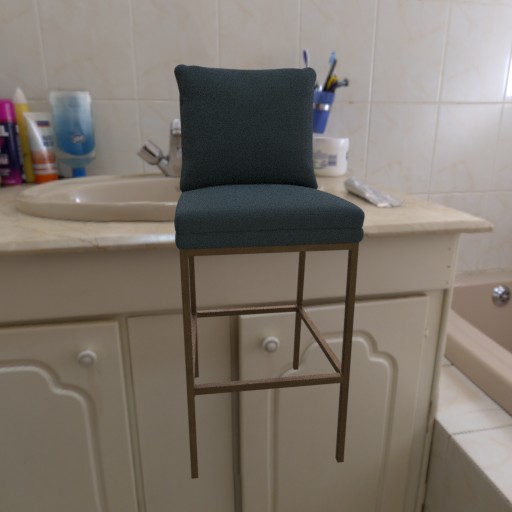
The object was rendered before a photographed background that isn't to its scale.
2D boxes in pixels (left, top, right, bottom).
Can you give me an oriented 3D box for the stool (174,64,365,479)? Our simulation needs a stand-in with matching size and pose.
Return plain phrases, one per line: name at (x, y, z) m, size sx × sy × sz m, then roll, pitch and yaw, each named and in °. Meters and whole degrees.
stool at (0.000, 0.000, 1.364) m, size 0.463 × 1.124 × 0.568 m, roll -2°, pitch 17°, yaw -8°
